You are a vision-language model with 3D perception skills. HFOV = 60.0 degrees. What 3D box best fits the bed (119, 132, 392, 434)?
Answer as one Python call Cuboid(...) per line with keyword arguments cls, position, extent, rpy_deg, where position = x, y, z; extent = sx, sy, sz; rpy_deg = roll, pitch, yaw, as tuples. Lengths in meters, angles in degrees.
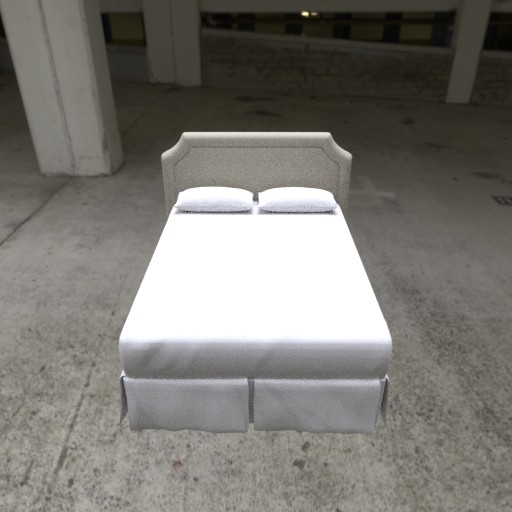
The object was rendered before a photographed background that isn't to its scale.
Cuboid(cls="bed", position=(0.000, 0.000, 3.254), extent=(1.693, 1.290, 2.116), rpy_deg=(0, 30, 0))
